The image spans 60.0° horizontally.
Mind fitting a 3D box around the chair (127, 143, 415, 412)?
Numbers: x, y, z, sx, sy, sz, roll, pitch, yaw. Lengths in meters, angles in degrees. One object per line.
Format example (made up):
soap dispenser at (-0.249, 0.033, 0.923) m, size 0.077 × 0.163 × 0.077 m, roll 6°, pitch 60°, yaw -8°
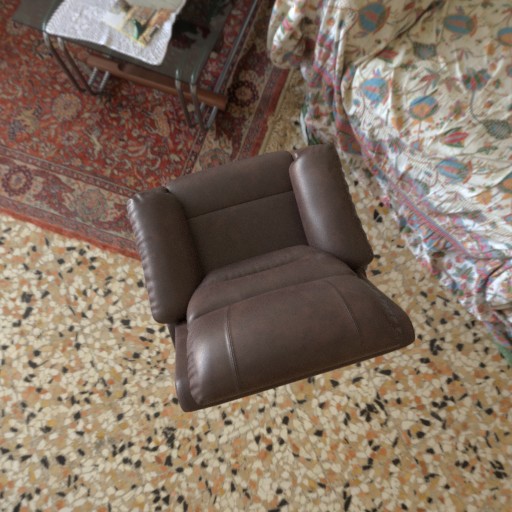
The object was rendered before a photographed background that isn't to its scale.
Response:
chair at (0.000, 0.000, 1.693) m, size 0.855 × 0.992 × 0.919 m, roll -16°, pitch 77°, yaw -4°
